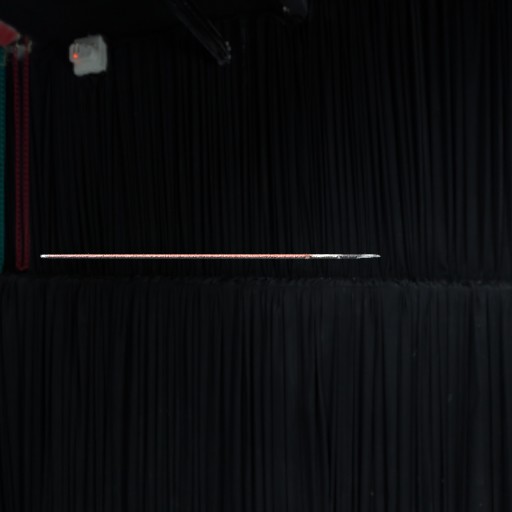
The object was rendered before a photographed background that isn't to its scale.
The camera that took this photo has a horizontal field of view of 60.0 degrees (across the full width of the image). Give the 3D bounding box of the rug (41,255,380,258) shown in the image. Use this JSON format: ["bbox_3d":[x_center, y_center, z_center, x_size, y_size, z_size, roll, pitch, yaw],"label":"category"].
[{"bbox_3d":[0.000,0.000,2.974,1.530,0.017,2.446,0,0,18],"label":"rug"}]
